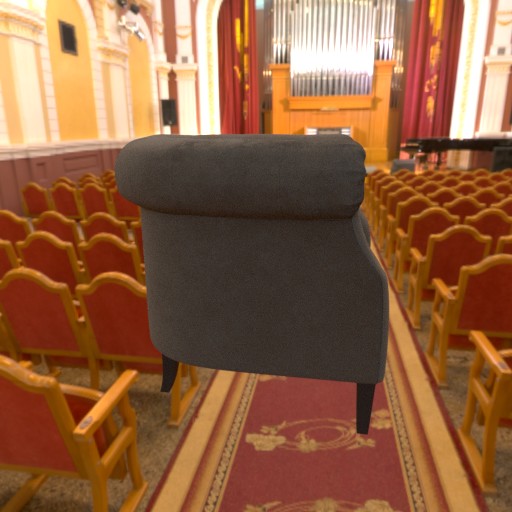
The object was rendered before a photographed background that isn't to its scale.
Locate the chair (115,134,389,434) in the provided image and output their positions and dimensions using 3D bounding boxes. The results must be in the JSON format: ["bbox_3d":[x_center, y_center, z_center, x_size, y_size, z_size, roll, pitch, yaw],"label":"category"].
[{"bbox_3d":[0.000,0.000,1.563,0.851,0.826,0.904,3,17,9],"label":"chair"}]
